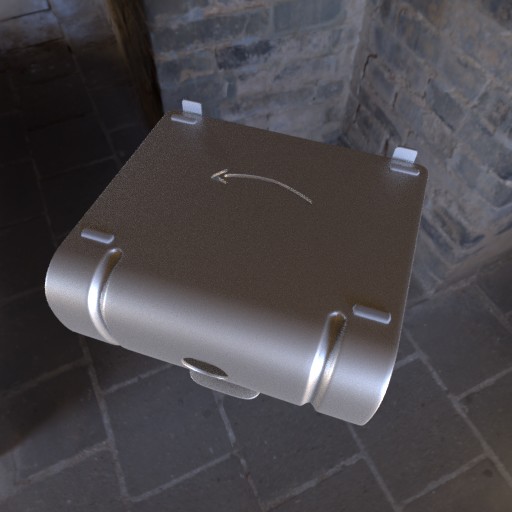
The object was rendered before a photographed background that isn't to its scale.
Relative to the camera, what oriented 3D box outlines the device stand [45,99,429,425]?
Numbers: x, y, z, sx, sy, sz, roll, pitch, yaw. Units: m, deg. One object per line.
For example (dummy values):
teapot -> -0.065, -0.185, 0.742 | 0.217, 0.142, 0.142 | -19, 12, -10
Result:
device stand -> 0.000, 0.000, 0.399 | 0.256, 0.155, 0.236 | 15, 59, 10
